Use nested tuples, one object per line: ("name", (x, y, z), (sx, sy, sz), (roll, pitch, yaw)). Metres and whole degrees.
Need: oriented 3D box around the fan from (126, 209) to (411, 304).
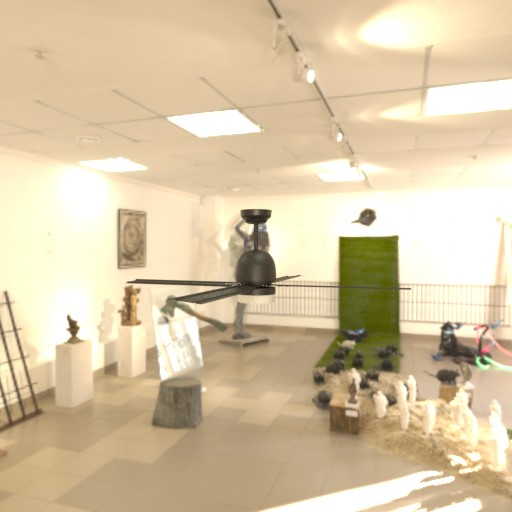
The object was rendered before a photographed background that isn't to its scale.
("fan", (0.000, 0.000, 1.990), (1.319, 0.410, 1.319), (0, 1, 18))
